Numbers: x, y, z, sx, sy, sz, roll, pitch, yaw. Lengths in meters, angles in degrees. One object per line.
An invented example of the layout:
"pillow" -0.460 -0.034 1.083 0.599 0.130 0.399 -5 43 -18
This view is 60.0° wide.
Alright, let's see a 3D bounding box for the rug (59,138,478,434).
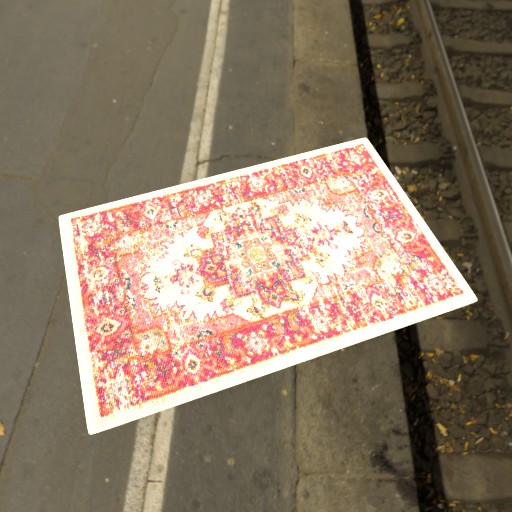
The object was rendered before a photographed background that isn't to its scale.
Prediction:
"rug" 0.000 0.000 1.060 0.868 0.004 0.556 -16 59 -10
